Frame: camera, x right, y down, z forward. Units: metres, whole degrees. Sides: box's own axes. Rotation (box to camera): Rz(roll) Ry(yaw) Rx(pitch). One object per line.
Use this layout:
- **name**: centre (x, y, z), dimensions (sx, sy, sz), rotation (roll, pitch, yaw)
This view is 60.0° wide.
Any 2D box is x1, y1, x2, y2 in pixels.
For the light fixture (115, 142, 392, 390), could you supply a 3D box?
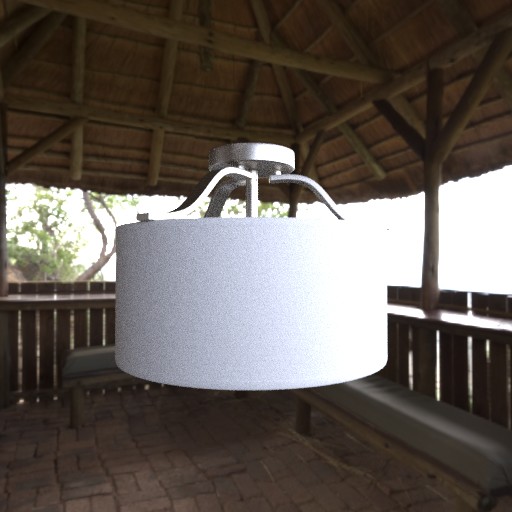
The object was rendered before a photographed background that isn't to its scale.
- **light fixture**: centre (0.000, 0.000, 0.653), dimensions (0.395, 0.304, 0.395), rotation (0, -1, 0)
